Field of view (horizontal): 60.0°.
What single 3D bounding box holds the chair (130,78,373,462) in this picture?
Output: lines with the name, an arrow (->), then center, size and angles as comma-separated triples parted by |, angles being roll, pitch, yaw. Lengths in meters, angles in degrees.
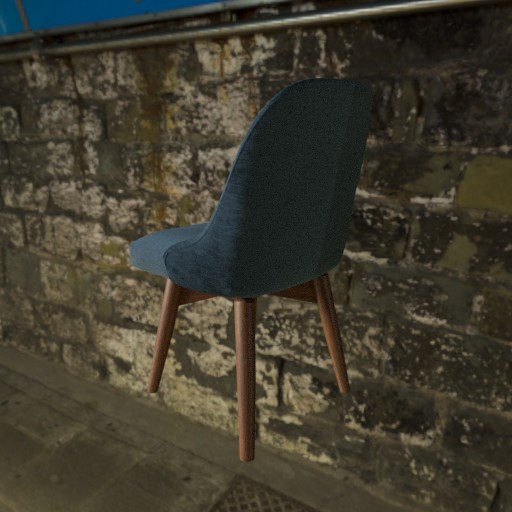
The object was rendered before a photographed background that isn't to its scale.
chair -> 0.000, 0.000, 1.250 | 0.589, 0.882, 0.503 | 15, 21, 43
